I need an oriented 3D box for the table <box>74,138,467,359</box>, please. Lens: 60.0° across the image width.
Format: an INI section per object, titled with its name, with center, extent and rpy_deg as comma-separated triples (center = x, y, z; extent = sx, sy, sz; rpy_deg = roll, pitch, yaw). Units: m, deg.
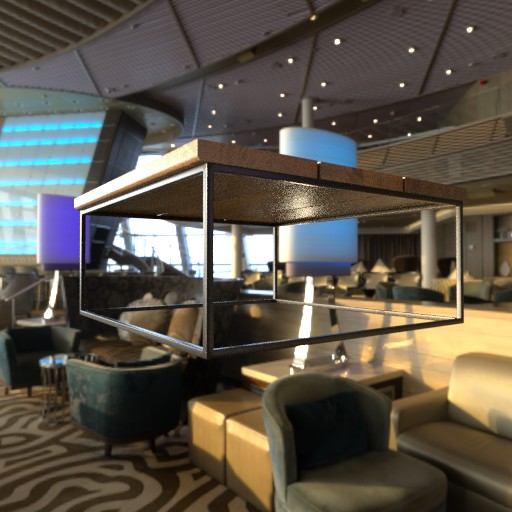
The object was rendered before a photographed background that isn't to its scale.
[table]
center = 0.000, 0.000, 1.422
extent = 0.900, 0.400, 0.900
rpy_deg = 1, -1, -35
